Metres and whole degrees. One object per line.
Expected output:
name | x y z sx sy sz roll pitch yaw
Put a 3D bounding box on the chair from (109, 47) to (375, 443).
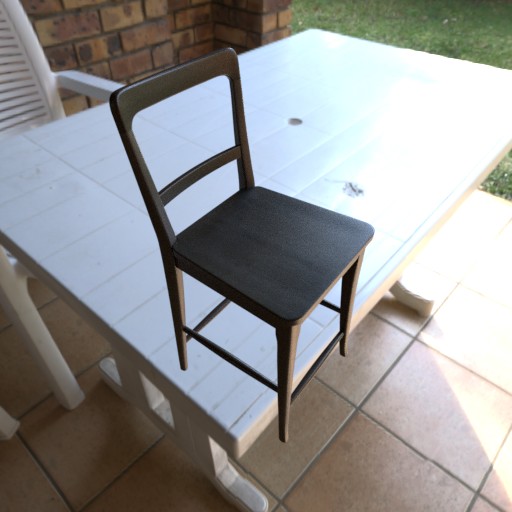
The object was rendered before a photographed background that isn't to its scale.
chair | 0.000 0.000 1.311 0.546 0.991 0.450 26 48 26
